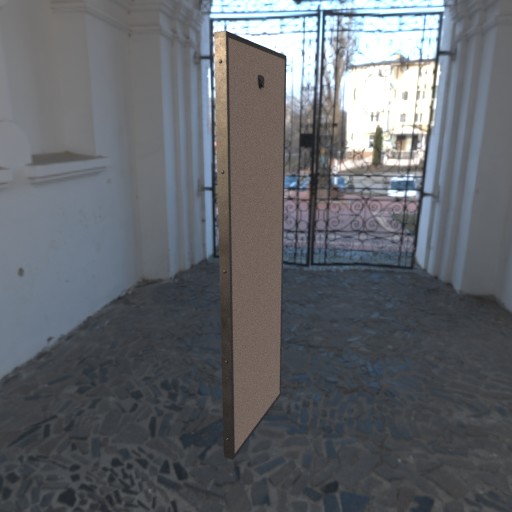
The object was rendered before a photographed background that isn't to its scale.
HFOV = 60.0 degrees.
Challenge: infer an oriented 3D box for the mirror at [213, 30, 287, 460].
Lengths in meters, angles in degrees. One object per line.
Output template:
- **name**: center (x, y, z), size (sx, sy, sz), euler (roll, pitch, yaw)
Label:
- **mirror**: center (0.000, 0.000, 1.233), size (0.042, 1.080, 0.354), euler (7, 17, 24)
